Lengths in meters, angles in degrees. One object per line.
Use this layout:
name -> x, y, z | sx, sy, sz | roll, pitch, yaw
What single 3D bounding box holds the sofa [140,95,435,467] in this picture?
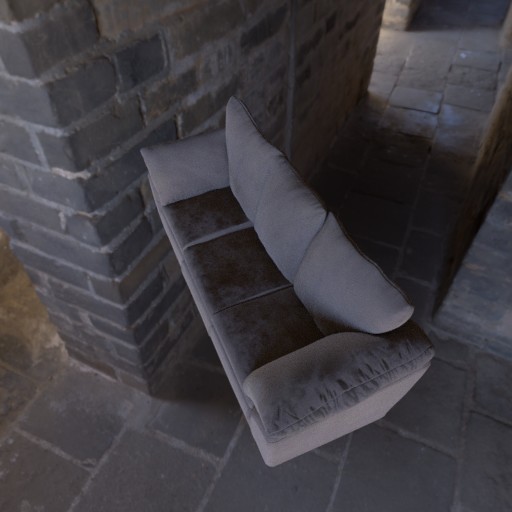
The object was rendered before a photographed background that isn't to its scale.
sofa -> 0.000, 0.000, 2.818 | 0.878, 1.073, 2.336 | -17, 48, -16
